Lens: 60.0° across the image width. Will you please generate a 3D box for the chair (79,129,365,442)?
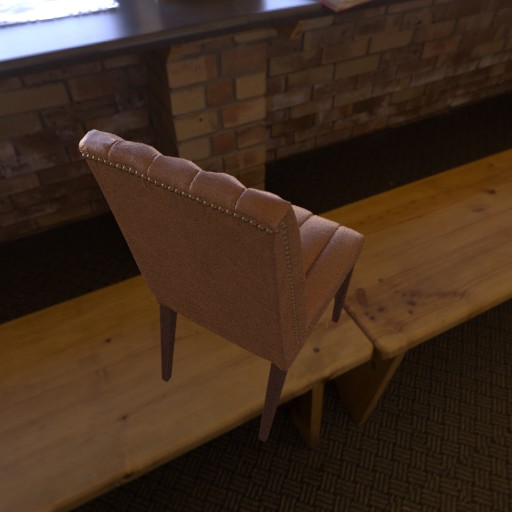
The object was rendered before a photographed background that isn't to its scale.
[{"bbox_3d":[0.000,0.000,1.367,0.511,1.016,0.647,24,51,21],"label":"chair"}]
